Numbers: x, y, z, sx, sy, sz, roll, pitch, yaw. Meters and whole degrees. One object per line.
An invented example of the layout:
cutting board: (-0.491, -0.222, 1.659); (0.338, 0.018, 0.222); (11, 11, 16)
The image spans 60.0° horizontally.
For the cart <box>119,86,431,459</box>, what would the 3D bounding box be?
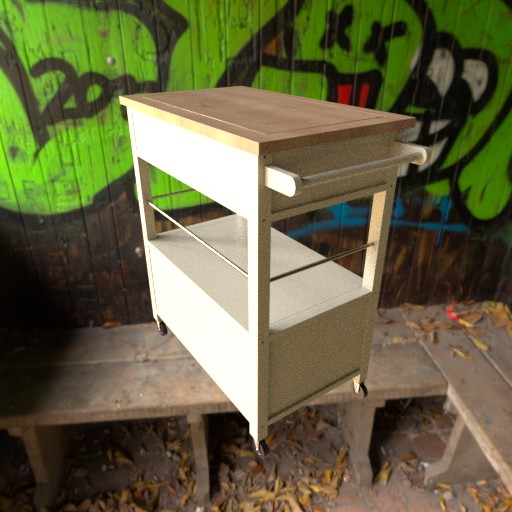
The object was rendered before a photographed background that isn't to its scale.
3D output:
cart: (0.000, 0.000, 1.397); (0.459, 0.901, 0.840); (-18, 32, -30)
